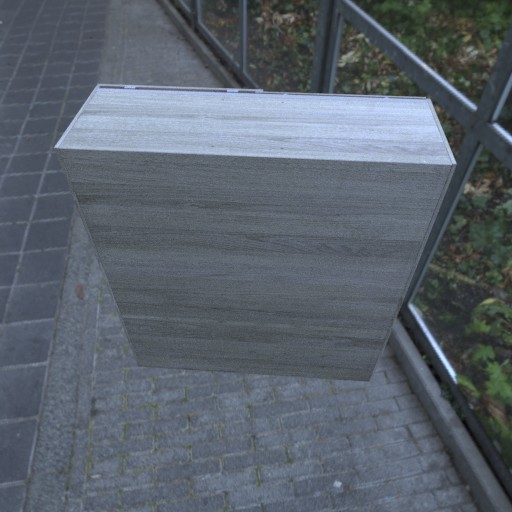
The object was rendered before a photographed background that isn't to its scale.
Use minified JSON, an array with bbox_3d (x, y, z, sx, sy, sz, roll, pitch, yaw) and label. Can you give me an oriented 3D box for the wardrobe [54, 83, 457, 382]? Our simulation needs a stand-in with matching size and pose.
[{"bbox_3d":[0.000,0.000,2.875,1.780,1.960,0.629,3,47,3],"label":"wardrobe"}]
